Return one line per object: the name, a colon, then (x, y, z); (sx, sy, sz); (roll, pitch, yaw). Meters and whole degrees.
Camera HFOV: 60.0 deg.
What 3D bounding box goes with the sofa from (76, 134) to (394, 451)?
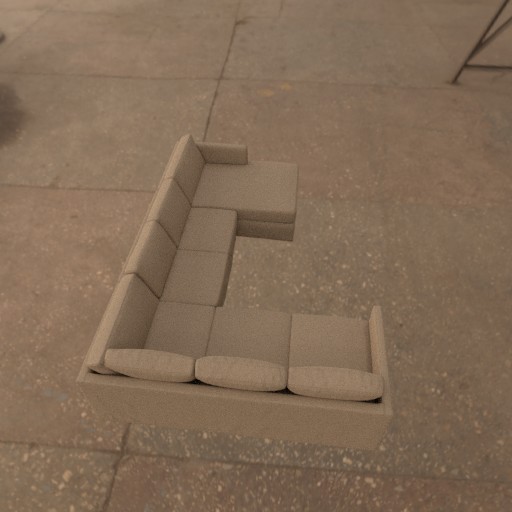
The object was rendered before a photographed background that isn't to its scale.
sofa: (0.000, 0.000, 4.669); (2.427, 0.882, 3.460); (5, 46, 4)
